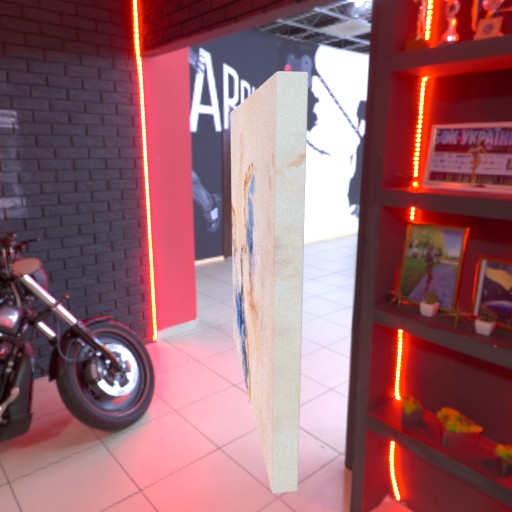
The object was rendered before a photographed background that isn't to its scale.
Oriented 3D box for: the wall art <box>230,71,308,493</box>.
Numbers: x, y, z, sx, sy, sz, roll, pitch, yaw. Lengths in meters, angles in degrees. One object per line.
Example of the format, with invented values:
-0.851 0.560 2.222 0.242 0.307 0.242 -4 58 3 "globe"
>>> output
0.000 0.000 1.580 0.071 1.061 1.061 -2 14 -8 "wall art"
